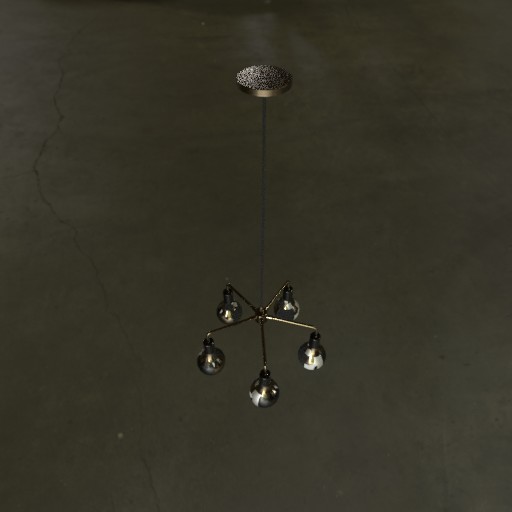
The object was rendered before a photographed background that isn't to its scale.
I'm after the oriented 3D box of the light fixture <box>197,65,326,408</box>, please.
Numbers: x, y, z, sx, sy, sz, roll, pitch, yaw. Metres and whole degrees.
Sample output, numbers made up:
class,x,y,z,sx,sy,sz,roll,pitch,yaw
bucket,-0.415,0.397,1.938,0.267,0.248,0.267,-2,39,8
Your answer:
class,x,y,z,sx,sy,sz,roll,pitch,yaw
light fixture,0.000,0.000,1.213,0.421,0.988,0.438,-16,48,-15
